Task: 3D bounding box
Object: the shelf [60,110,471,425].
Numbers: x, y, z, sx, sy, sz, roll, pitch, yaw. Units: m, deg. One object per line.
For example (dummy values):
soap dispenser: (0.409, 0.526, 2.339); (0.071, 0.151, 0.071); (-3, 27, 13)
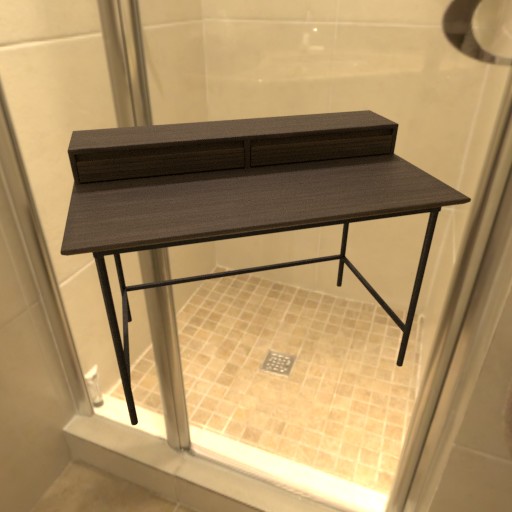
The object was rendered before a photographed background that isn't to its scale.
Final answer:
shelf: (0.000, 0.000, 1.696); (1.212, 0.865, 0.685); (-8, 32, -13)
